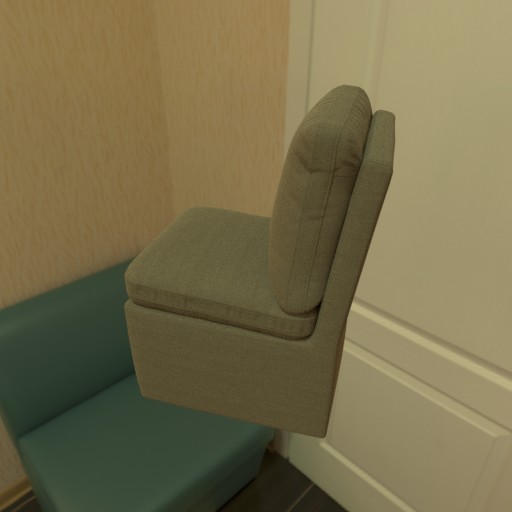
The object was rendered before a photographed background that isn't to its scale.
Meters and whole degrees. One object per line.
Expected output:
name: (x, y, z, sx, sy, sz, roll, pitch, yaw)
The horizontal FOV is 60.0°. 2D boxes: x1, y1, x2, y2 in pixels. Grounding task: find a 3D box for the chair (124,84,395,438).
chair: (0.000, 0.000, 1.341, 0.698, 0.927, 0.503, 8, 32, 13)
